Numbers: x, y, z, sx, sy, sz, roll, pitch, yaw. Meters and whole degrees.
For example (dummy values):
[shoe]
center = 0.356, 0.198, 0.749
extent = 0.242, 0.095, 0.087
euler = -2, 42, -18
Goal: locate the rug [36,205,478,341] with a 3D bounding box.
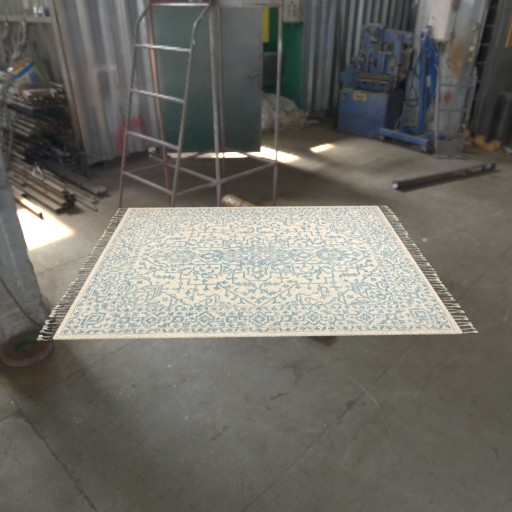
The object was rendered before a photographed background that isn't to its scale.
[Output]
[rug]
center = 0.000, 0.000, 4.349
extent = 3.327, 0.010, 2.464
euler = -1, 29, -1
